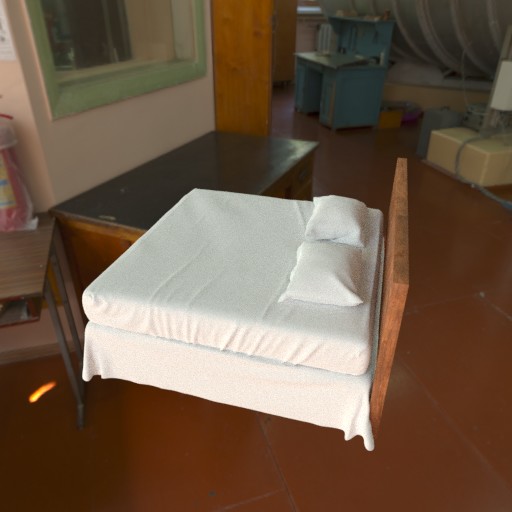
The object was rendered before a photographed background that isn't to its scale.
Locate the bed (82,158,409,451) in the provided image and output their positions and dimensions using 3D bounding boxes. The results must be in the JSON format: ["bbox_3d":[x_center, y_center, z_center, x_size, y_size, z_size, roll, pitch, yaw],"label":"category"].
[{"bbox_3d":[0.000,0.000,3.535,2.165,1.158,2.255,8,32,14],"label":"bed"}]
